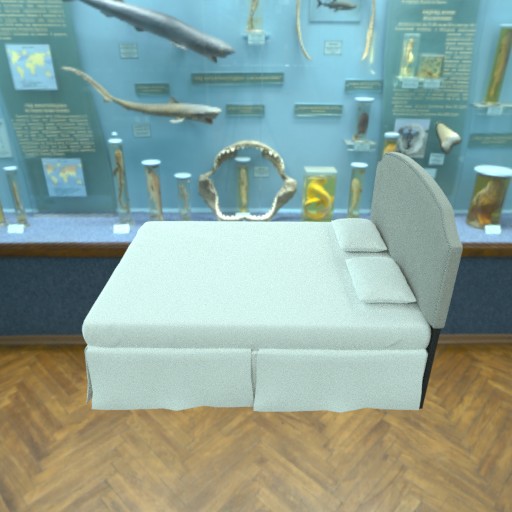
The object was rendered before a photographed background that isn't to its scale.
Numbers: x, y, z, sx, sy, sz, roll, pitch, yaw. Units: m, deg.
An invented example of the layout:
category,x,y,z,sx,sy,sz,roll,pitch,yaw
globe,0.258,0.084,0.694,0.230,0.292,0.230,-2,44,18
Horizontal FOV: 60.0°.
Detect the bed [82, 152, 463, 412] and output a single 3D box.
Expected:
category,x,y,z,sx,sy,sz,roll,pitch,yaw
bed,0.000,0.000,2.992,1.999,1.270,1.558,0,27,1
